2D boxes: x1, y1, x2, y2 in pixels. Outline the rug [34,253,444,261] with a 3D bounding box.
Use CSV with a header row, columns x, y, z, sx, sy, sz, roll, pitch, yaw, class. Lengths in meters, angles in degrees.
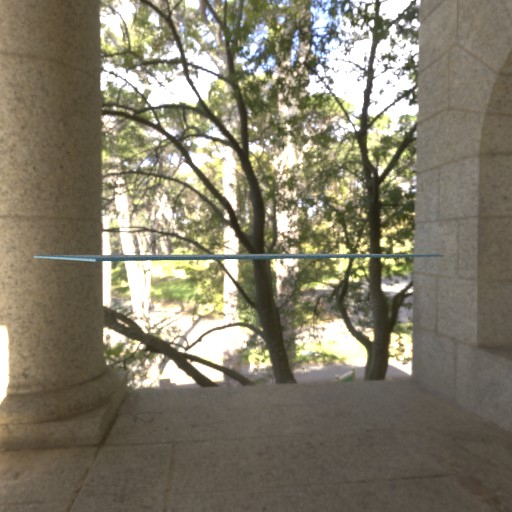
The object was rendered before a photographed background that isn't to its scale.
x,y,z,sx,sy,sz,roll,pitch,yaw,class
0.000,0.000,1.450,1.219,0.007,0.604,-1,1,-37,rug
